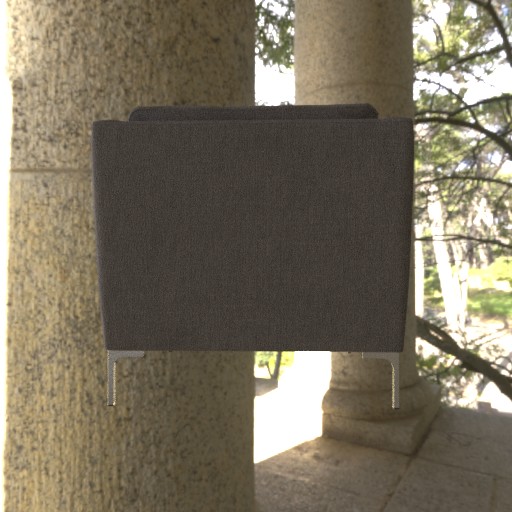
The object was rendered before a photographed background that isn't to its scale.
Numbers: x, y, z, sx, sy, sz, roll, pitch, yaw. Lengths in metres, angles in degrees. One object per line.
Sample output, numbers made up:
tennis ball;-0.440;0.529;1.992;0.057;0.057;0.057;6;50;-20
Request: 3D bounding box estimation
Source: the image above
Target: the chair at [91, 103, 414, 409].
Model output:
chair;0.000;0.000;1.530;0.847;0.828;0.849;0;-1;2
